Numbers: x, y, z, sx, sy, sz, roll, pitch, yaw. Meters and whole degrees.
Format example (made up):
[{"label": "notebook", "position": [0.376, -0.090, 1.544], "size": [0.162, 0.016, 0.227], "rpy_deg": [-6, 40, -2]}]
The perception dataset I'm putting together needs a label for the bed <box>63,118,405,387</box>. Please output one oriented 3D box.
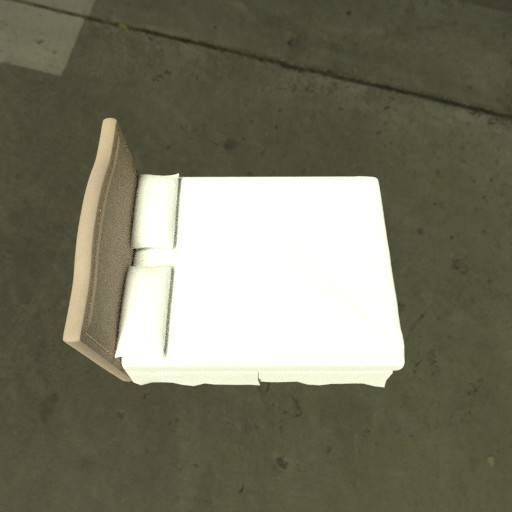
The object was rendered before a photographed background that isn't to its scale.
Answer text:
[{"label": "bed", "position": [0.000, 0.000, 3.528], "size": [2.282, 1.436, 1.821], "rpy_deg": [0, 65, 0]}]
